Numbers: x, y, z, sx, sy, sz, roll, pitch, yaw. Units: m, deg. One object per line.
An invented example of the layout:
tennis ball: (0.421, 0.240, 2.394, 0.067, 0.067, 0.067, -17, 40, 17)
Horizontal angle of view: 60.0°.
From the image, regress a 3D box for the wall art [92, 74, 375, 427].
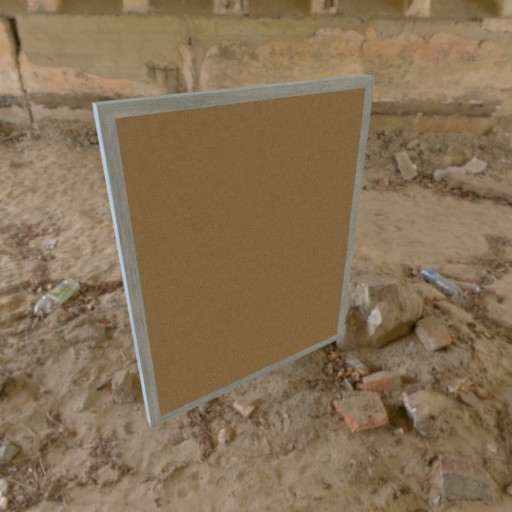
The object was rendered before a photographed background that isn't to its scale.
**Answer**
wall art: (0.000, 0.000, 0.808, 0.479, 0.582, 0.022, -18, 34, -28)
